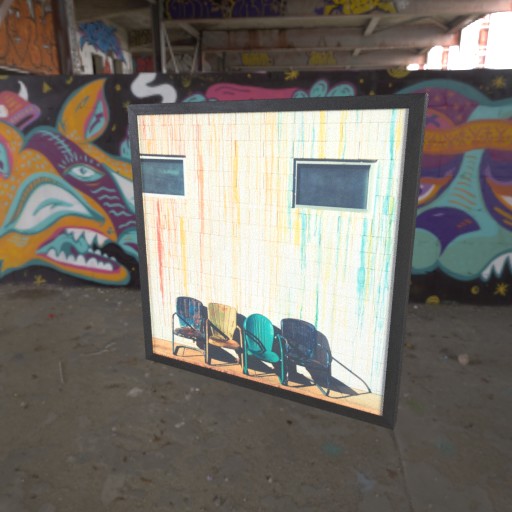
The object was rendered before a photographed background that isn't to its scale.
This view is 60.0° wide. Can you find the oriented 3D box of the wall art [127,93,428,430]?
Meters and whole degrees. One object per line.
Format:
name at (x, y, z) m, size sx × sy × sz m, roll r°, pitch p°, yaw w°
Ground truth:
wall art at (0.000, 0.000, 1.147) m, size 0.763 × 0.763 × 0.039 m, roll 8°, pitch 17°, yaw 26°
